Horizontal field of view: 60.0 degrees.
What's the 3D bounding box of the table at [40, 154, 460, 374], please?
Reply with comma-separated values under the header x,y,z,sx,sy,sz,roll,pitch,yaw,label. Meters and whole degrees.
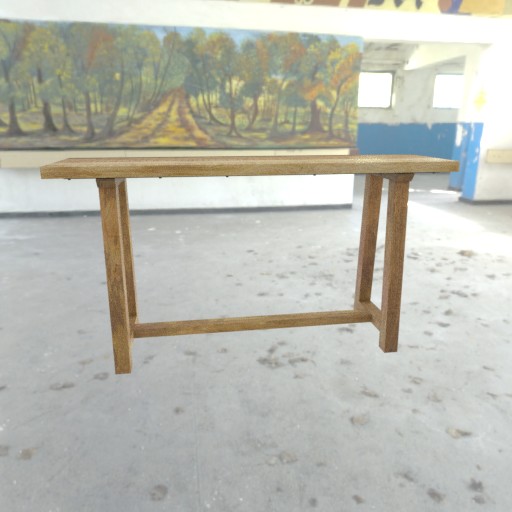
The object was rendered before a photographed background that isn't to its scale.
x,y,z,sx,sy,sz,roll,pitch,yaw,label
0.000,0.000,1.898,1.524,0.810,0.405,-3,17,-8,table
